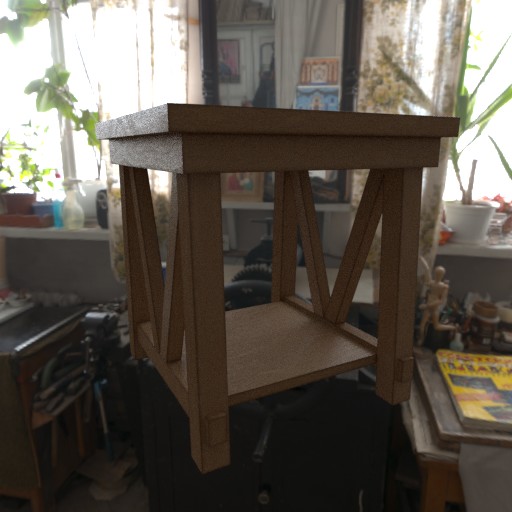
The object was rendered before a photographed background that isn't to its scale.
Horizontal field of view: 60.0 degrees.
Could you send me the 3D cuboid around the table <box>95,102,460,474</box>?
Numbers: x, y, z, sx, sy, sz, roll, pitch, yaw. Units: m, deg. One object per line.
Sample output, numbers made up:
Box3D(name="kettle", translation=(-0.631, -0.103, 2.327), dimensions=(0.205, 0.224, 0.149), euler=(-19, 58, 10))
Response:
Box3D(name="table", translation=(0.000, 0.000, 1.092), dimensions=(0.610, 0.638, 0.612), euler=(-7, 15, -27))
